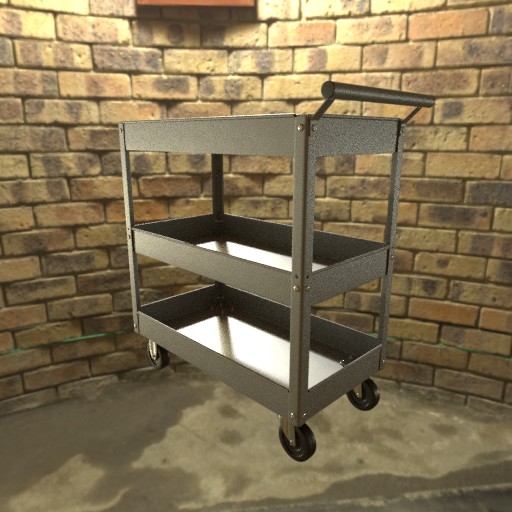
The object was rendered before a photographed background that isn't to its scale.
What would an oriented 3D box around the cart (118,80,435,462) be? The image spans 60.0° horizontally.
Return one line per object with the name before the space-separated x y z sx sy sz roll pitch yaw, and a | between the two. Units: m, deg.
cart | 0.000 0.000 1.166 0.366 0.780 0.719 -15 21 -43
